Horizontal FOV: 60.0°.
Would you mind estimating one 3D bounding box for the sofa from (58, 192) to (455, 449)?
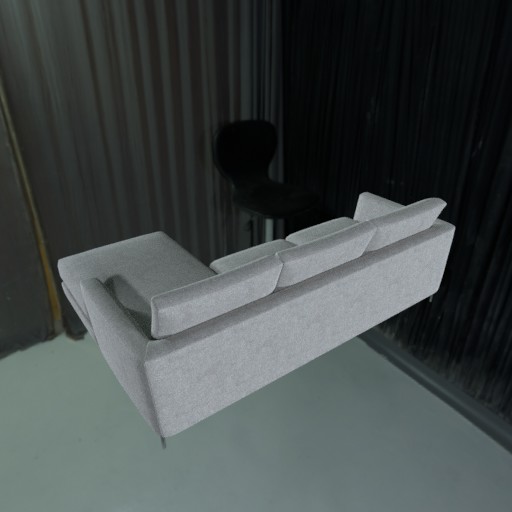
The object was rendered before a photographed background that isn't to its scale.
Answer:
[{"bbox_3d":[0.000,0.000,3.204,2.438,0.864,1.626,-19,34,-31],"label":"sofa"}]
